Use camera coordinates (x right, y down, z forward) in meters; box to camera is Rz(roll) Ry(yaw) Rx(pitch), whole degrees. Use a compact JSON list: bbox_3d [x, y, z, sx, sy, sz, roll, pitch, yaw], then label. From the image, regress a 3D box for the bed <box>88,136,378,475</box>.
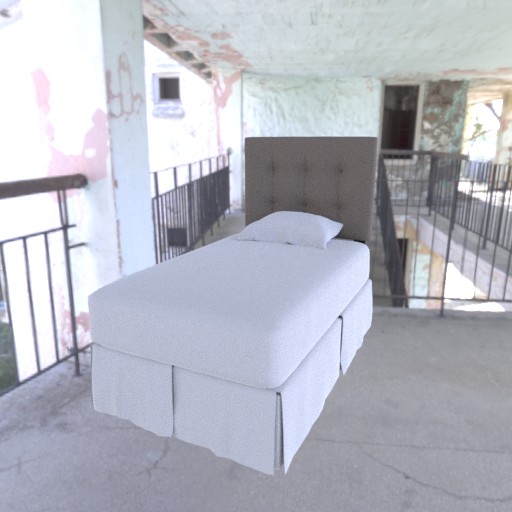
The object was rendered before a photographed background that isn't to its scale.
[{"bbox_3d":[0.000,0.000,2.998,1.261,1.571,1.997,7,16,25],"label":"bed"}]
